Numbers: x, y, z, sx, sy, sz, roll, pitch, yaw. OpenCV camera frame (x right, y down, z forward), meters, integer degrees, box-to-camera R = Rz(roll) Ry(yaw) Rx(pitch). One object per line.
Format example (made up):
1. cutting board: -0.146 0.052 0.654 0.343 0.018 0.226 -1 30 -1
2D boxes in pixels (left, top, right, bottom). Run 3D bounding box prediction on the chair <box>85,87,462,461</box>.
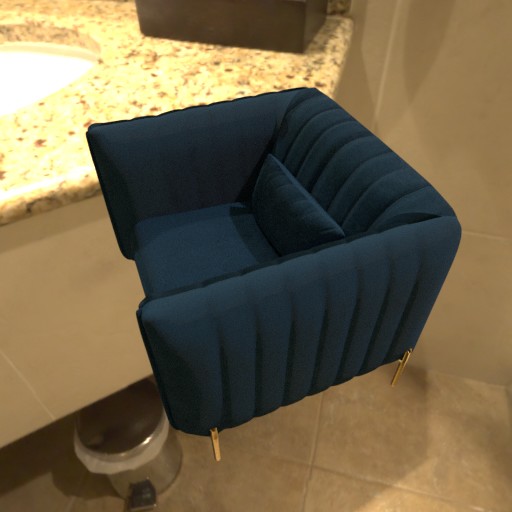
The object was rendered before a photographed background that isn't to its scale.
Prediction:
1. chair: 0.000 0.000 1.554 0.877 0.793 0.947 -17 48 -16
